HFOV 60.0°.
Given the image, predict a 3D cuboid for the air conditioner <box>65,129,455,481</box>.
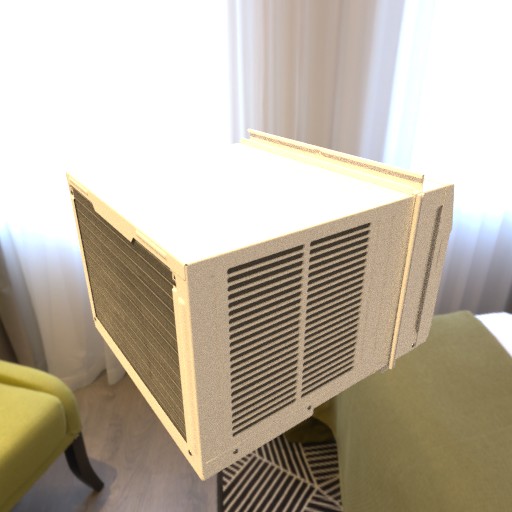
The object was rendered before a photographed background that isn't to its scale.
[{"bbox_3d":[0.000,0.000,0.876,0.546,0.388,0.503,-18,31,-32],"label":"air conditioner"}]
